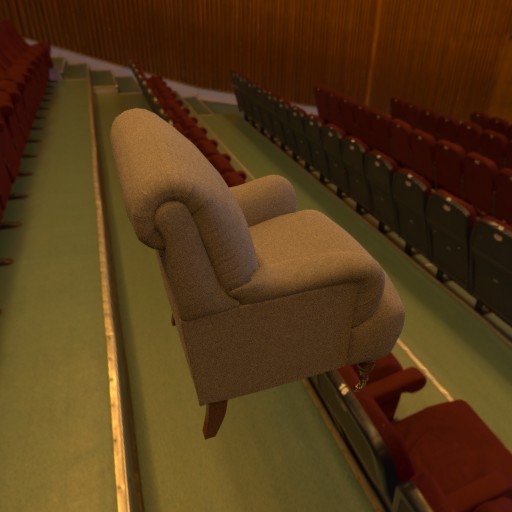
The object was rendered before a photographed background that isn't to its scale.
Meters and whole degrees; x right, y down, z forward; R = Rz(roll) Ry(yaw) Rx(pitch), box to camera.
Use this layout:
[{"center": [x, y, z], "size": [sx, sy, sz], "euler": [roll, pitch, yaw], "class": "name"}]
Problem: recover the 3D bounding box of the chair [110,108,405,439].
[{"center": [0.000, 0.000, 1.577], "size": [0.843, 0.942, 0.766], "euler": [-10, 33, -16], "class": "chair"}]
